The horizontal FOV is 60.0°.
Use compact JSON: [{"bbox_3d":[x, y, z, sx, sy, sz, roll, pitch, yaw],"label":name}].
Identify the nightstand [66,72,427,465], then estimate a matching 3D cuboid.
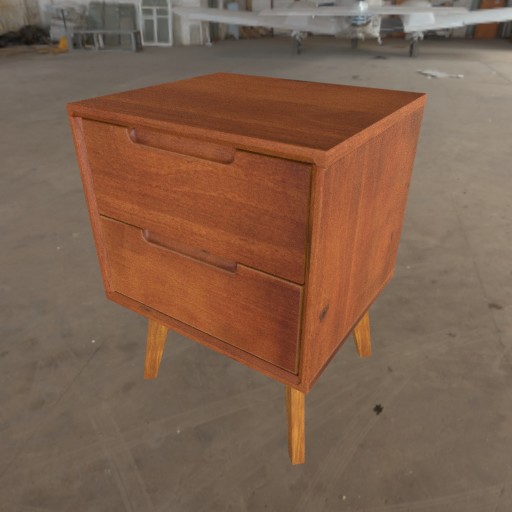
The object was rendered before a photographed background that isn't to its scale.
[{"bbox_3d":[0.000,0.000,0.903,0.460,0.618,0.411,19,35,28],"label":"nightstand"}]
